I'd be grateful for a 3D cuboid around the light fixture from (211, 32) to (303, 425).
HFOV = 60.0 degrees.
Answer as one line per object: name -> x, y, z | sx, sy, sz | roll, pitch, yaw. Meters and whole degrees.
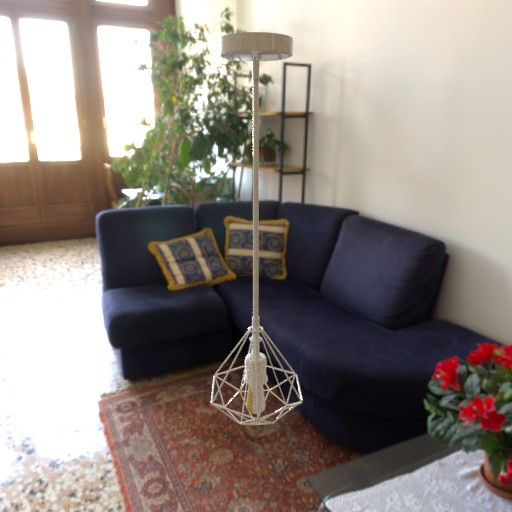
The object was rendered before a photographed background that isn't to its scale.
light fixture -> 0.000, 0.000, 1.983 | 0.487, 1.764, 0.431 | 8, 18, 27
